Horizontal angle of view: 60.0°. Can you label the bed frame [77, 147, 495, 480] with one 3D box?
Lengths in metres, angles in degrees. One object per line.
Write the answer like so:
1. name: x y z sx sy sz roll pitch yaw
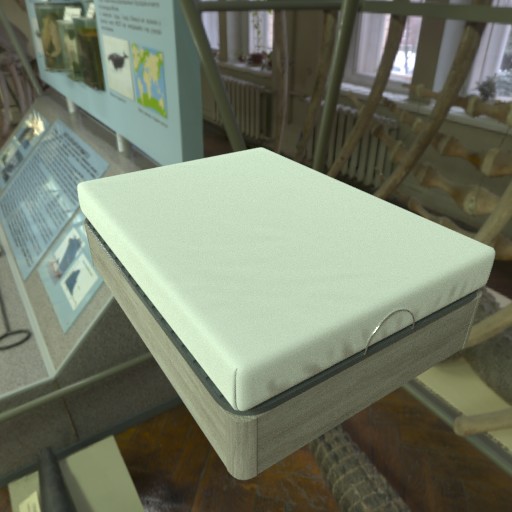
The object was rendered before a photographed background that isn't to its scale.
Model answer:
1. bed frame: 0.000 0.000 2.468 1.400 0.561 1.900 -18 35 -28
